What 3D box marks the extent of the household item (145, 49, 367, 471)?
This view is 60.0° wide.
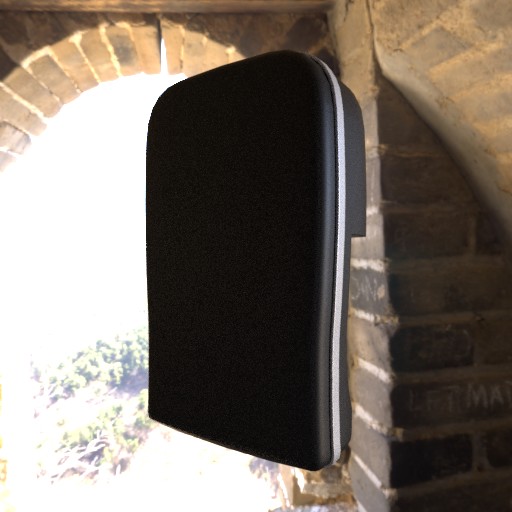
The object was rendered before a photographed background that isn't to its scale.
[{"bbox_3d":[0.000,0.000,0.144,0.070,0.114,0.038,0,0,35],"label":"household item"}]
